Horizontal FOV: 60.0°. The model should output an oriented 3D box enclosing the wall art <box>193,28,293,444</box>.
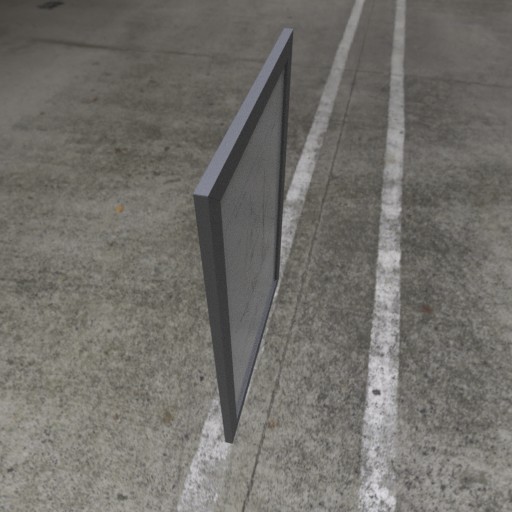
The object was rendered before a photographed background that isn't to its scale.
[{"bbox_3d":[0.000,0.000,0.684,0.013,0.534,0.380,10,47,10],"label":"wall art"}]
